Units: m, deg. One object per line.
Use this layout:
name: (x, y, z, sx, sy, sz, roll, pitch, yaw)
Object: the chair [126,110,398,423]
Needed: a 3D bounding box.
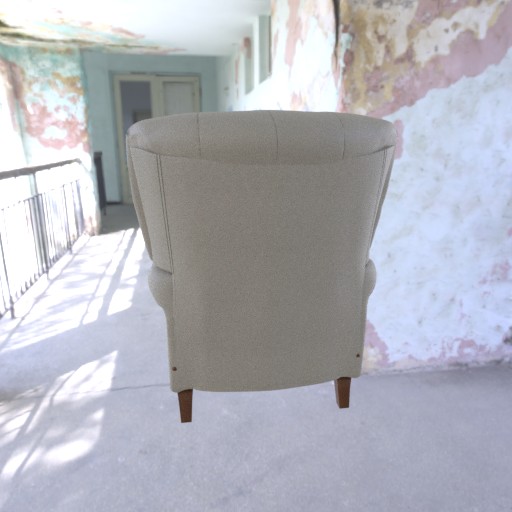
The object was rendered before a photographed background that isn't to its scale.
chair: (0.000, 0.000, 1.908, 0.943, 1.158, 1.059, -2, 16, -8)
